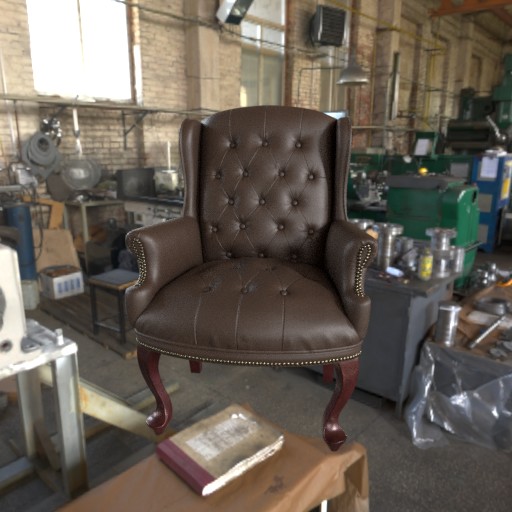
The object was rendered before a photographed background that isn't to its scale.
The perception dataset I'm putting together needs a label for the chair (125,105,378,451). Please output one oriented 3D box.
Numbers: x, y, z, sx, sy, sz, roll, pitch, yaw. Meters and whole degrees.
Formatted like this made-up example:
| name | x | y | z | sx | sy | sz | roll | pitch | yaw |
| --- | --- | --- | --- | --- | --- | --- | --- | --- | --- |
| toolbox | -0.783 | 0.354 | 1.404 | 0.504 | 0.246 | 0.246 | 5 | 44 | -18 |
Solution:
| name | x | y | z | sx | sy | sz | roll | pitch | yaw |
| --- | --- | --- | --- | --- | --- | --- | --- | --- | --- |
| chair | 0.000 | 0.000 | 1.662 | 0.829 | 1.132 | 0.819 | 2 | 14 | 8 |
